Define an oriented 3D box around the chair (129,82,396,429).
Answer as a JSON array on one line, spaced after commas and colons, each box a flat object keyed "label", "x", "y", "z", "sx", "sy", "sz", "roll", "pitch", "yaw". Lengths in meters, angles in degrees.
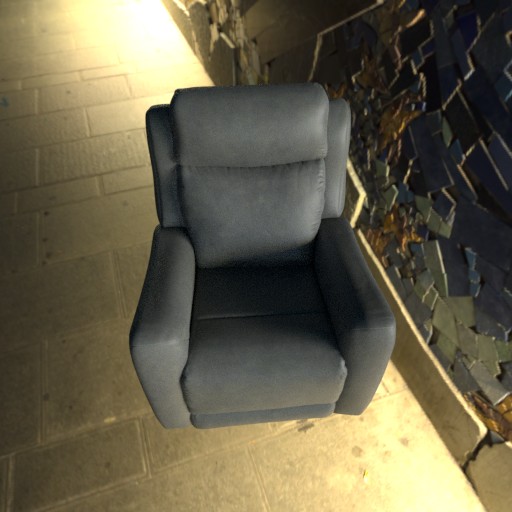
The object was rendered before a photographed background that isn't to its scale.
[{"label": "chair", "x": 0.000, "y": 0.000, "z": 1.919, "sx": 0.965, "sy": 1.116, "sz": 1.068, "roll": -3, "pitch": 46, "yaw": -3}]
